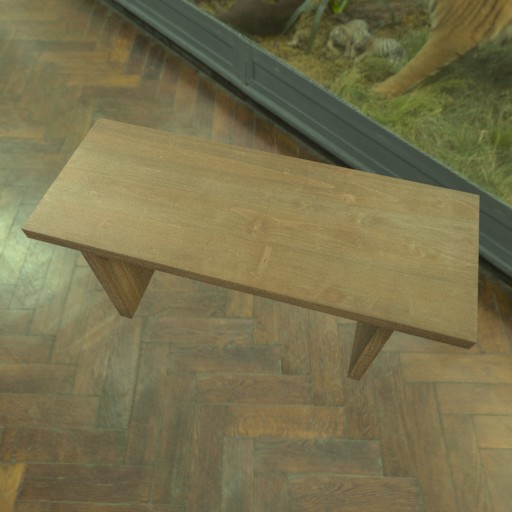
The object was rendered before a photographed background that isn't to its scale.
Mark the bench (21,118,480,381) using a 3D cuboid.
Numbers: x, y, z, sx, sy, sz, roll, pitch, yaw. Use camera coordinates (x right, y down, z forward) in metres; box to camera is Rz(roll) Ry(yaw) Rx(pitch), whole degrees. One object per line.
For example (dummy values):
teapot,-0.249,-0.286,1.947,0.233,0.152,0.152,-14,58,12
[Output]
bench,0.000,0.000,1.414,1.183,0.458,0.458,13,59,8
